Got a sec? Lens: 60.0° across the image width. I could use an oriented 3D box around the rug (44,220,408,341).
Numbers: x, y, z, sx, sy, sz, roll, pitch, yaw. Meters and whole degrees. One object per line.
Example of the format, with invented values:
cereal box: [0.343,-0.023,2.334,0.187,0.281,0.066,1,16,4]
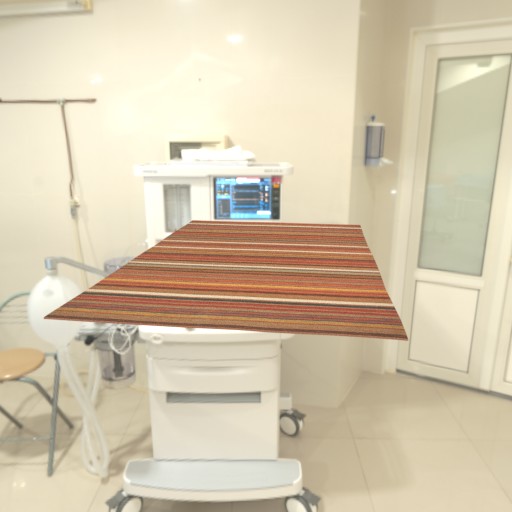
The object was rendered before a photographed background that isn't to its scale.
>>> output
rug: [0.000,0.000,2.316,1.217,0.007,1.828,2,15,8]
